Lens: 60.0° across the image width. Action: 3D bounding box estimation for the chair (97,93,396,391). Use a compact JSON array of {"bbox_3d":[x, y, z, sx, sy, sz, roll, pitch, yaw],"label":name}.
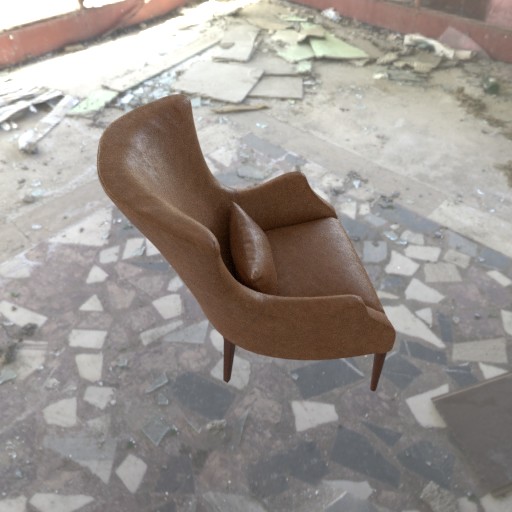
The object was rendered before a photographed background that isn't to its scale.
[{"bbox_3d":[0.000,0.000,1.747,0.955,1.067,0.846,-8,46,-8],"label":"chair"}]
